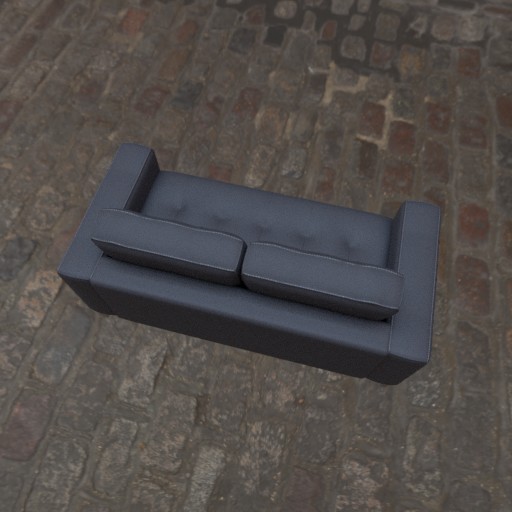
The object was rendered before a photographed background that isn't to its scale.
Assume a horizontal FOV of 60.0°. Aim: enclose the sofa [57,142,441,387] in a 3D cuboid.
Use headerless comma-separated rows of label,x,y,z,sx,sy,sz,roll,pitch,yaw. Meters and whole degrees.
sofa,0.000,0.000,2.272,1.726,0.893,0.833,13,64,6
